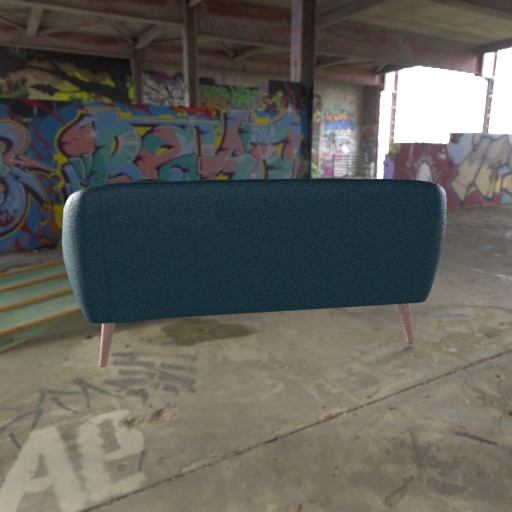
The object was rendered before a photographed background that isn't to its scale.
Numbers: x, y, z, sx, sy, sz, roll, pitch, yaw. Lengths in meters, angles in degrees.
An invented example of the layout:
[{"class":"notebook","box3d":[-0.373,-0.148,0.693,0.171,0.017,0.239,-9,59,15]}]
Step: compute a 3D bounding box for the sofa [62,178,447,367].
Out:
[{"class":"sofa","box3d":[0.000,0.000,2.295,1.840,0.836,0.820,-2,14,-9]}]
